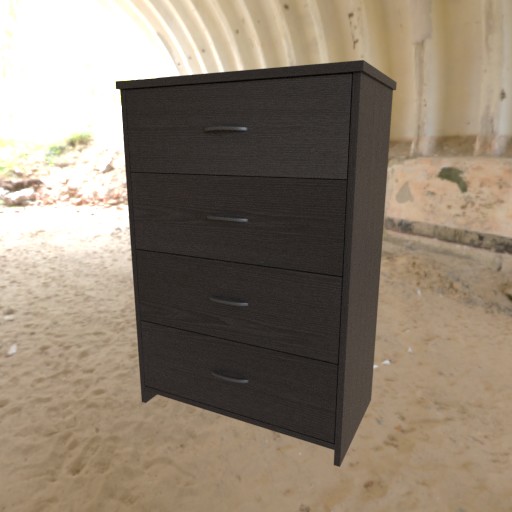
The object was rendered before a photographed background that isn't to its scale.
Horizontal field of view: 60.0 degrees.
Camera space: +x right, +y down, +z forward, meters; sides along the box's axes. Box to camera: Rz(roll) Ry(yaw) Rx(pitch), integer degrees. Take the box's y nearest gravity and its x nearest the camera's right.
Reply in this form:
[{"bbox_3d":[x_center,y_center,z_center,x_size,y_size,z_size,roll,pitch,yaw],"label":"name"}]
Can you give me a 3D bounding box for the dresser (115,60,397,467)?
[{"bbox_3d":[0.000,0.000,1.380,0.704,1.020,0.399,7,16,26],"label":"dresser"}]
